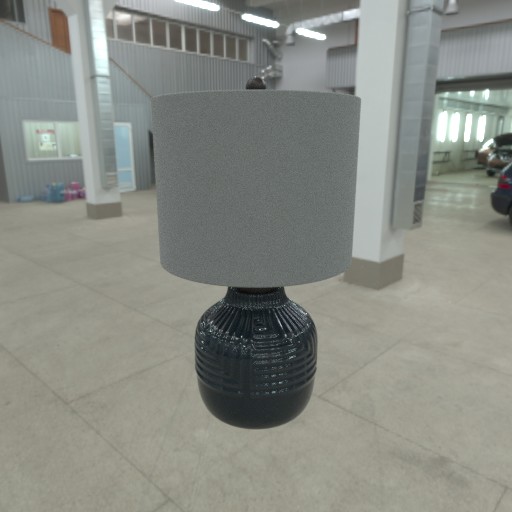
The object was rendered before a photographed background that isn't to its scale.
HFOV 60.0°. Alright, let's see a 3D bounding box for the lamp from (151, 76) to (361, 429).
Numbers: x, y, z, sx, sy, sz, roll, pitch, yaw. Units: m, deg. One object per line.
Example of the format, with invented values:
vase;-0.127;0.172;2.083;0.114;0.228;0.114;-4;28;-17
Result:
lamp;0.000;0.000;0.751;0.318;0.567;0.318;0;15;0
